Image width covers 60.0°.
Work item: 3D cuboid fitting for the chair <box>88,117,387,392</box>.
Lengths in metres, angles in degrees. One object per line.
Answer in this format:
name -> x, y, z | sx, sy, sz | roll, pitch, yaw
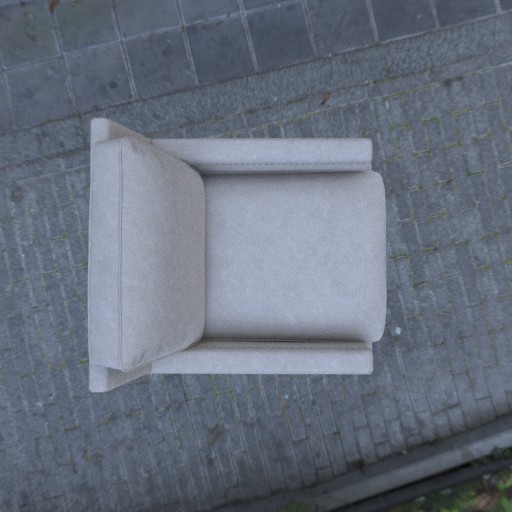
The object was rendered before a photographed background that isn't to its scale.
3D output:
chair -> 0.000, 0.000, 1.676 | 1.014, 0.943, 0.853 | 0, 89, 1
